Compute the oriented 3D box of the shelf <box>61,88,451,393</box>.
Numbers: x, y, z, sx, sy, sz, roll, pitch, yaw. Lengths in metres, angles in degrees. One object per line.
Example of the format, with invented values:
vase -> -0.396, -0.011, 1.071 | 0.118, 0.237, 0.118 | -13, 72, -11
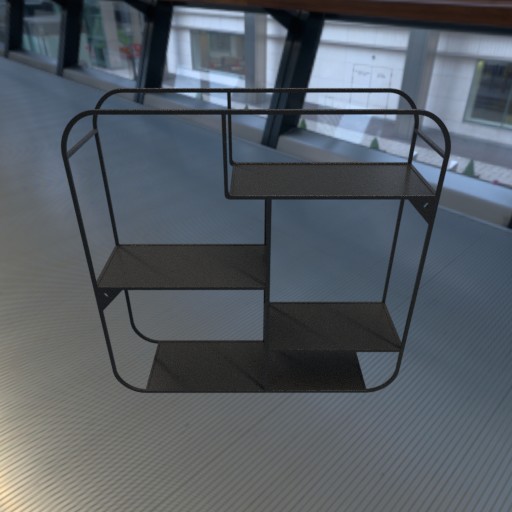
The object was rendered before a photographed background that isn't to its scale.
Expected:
shelf -> 0.000, 0.000, 0.874 | 0.600, 0.600, 0.160 | 0, 32, 0
